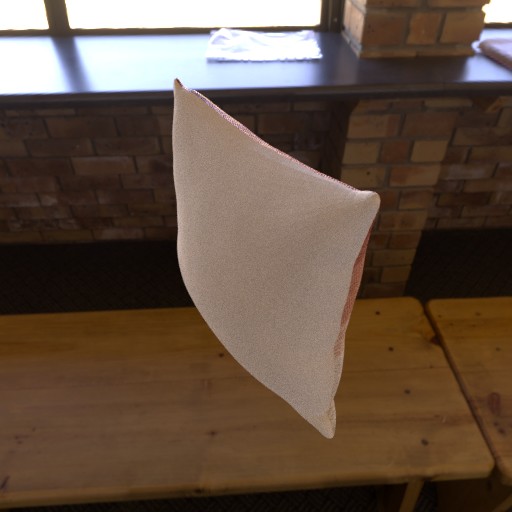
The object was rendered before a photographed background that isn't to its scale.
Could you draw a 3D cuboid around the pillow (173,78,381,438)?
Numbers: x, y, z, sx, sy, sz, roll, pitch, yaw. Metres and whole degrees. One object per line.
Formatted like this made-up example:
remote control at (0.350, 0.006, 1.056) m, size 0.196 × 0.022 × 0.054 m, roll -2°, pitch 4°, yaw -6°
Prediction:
pillow at (0.000, 0.000, 0.692) m, size 0.182 × 0.441 × 0.440 m, roll -24°, pitch 46°, yaw -26°
